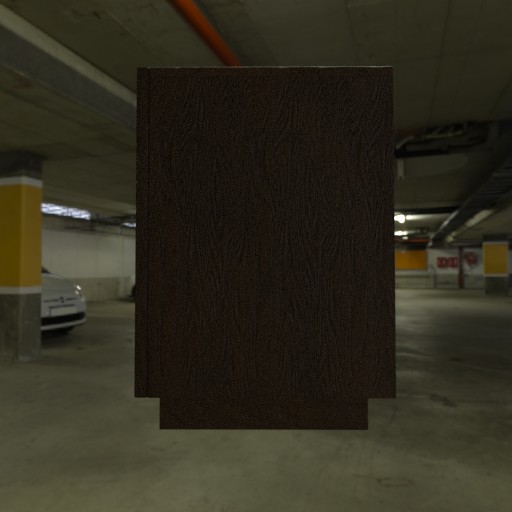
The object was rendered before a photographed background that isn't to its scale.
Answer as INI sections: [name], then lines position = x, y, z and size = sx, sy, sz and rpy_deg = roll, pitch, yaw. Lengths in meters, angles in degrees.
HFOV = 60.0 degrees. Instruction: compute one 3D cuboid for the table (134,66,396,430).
[table]
position = 0.000, 0.000, 0.973
size = 0.439, 0.585, 0.560
rpy_deg = 0, -2, 0
